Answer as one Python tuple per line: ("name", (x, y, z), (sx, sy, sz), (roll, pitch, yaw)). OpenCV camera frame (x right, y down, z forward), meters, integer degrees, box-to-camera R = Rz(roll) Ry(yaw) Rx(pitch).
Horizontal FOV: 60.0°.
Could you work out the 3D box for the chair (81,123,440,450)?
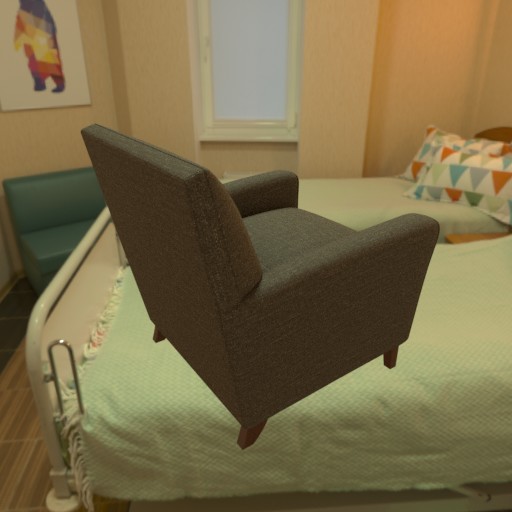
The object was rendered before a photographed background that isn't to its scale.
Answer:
("chair", (0.000, 0.000, 1.569), (0.875, 0.885, 0.838), (-16, 29, -31))
